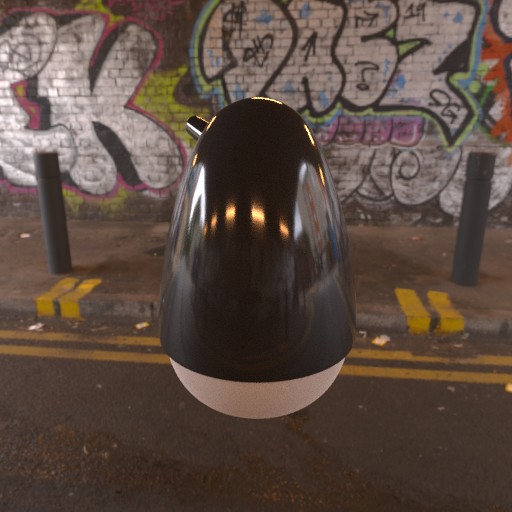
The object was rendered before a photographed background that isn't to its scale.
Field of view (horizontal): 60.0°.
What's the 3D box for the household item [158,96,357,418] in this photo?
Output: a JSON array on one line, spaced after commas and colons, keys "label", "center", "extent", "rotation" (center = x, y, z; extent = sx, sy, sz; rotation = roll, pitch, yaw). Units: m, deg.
[{"label": "household item", "center": [0.000, 0.000, 0.224], "extent": [0.102, 0.152, 0.104], "rotation": [-15, 23, -41]}]
